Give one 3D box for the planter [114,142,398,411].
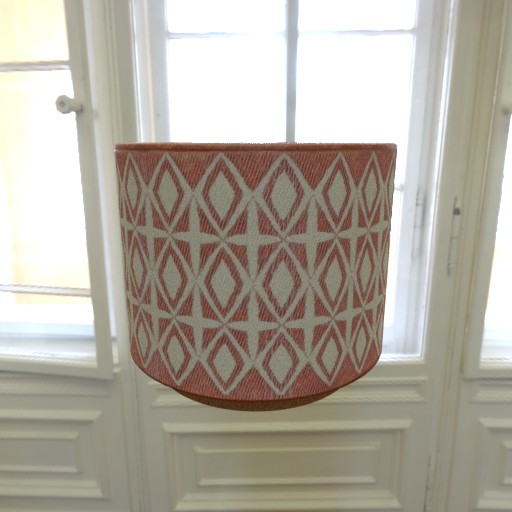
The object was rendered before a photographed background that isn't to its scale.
[{"bbox_3d":[0.000,0.000,0.476,0.273,0.237,0.273,0,15,0],"label":"planter"}]
